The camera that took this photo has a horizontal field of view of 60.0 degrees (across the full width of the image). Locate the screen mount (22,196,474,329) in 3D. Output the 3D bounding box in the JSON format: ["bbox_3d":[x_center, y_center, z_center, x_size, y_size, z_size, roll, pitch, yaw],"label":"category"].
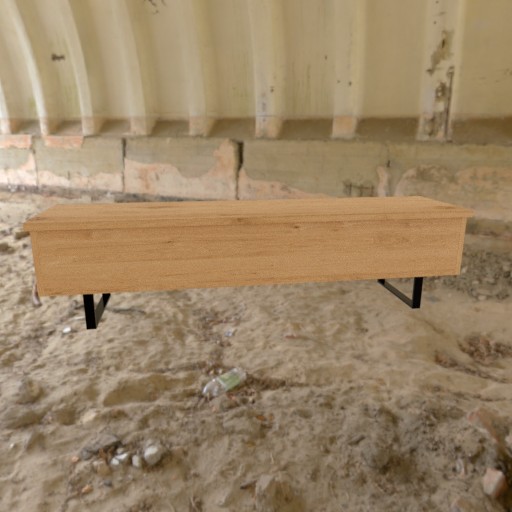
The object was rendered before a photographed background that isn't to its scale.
[{"bbox_3d":[0.000,0.000,1.924,1.700,0.430,0.450,-2,16,-9],"label":"screen mount"}]
